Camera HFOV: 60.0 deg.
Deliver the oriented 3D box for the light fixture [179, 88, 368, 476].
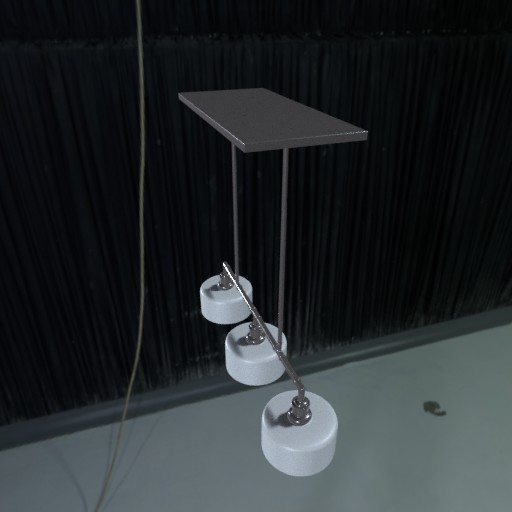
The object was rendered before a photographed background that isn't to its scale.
[{"bbox_3d":[0.000,0.000,0.866,0.177,0.557,0.582,-10,31,-18],"label":"light fixture"}]
